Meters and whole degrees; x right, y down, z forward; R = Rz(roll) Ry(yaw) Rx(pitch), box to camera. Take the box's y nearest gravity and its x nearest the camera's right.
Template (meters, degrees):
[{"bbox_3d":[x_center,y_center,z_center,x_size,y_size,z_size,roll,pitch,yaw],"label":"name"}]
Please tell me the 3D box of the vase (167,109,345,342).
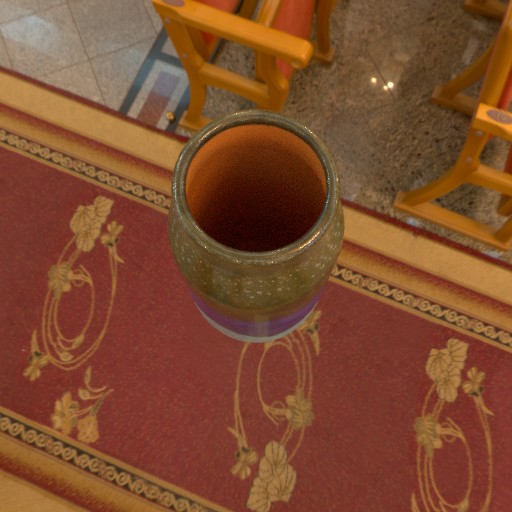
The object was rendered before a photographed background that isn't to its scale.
[{"bbox_3d":[0.000,0.000,0.391,0.139,0.313,0.139,0,75,0],"label":"vase"}]
